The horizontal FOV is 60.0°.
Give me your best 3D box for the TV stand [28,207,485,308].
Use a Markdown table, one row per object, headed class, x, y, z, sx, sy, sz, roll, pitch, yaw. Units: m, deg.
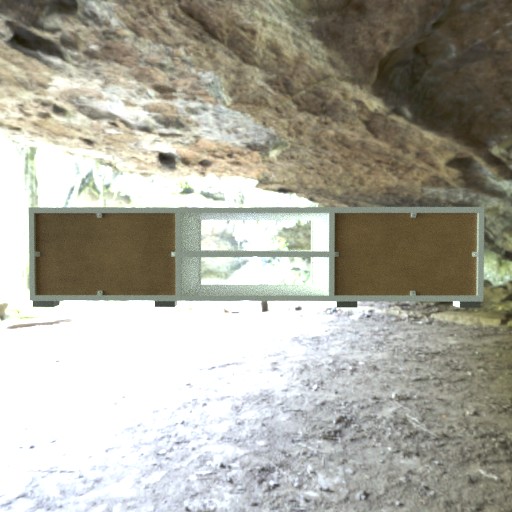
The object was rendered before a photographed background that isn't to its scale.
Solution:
| class | x | y | z | sx | sy | sz | roll | pitch | yaw |
| --- | --- | --- | --- | --- | --- | --- | --- | --- | --- |
| TV stand | 0.000 | 0.000 | 1.573 | 1.400 | 0.310 | 0.420 | 0 | 1 | 0 |
